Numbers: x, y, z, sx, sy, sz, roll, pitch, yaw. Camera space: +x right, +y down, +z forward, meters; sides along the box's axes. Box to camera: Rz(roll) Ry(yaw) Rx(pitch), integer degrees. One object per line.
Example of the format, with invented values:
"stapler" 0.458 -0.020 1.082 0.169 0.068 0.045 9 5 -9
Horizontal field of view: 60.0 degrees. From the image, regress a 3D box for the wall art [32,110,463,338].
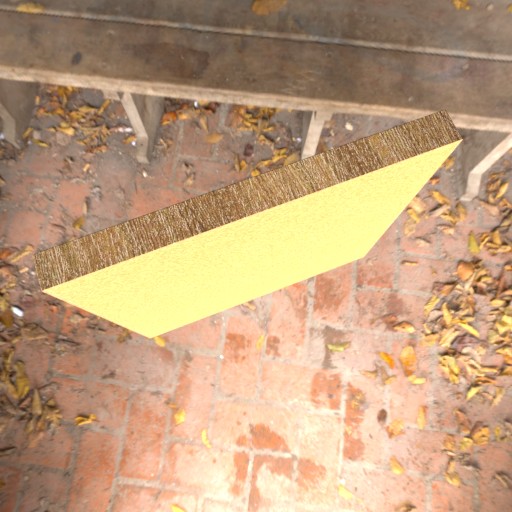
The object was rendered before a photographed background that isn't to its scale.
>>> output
"wall art" 0.000 0.000 0.596 0.406 0.403 0.039 -21 75 -6
